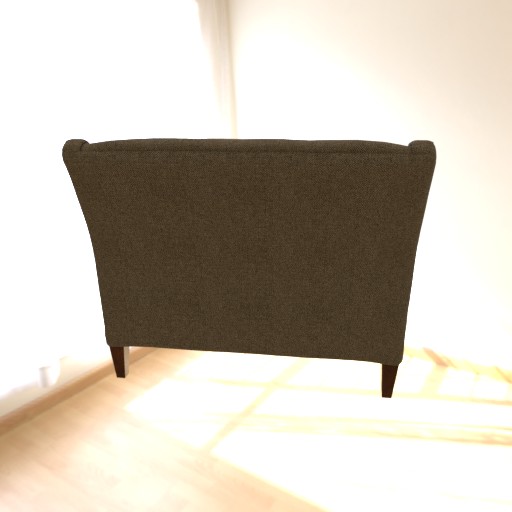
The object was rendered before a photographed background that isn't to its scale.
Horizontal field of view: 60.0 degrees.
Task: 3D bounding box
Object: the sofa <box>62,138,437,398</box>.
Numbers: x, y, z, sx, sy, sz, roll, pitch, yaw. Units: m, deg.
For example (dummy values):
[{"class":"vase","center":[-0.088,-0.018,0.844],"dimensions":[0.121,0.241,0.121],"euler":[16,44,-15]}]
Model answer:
[{"class":"sofa","center":[0.000,0.000,1.946],"dimensions":[1.242,1.021,0.870],"euler":[2,17,7]}]
